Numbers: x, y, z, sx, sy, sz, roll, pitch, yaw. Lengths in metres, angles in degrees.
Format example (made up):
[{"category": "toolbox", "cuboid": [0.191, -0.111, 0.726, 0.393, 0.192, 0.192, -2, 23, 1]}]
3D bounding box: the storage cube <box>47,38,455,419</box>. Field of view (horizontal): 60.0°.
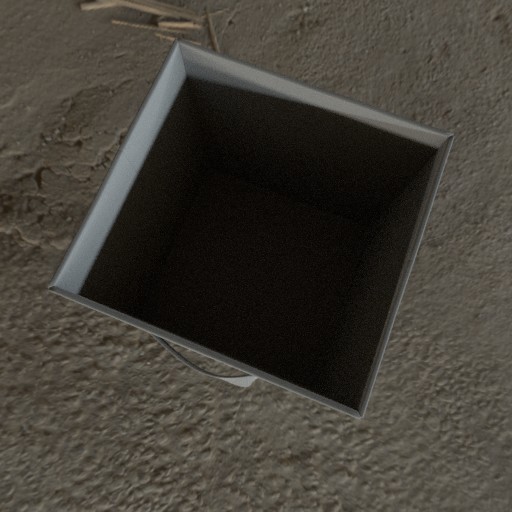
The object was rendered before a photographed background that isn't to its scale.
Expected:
[{"category": "storage cube", "cuboid": [0.000, 0.000, 0.501, 0.270, 0.280, 0.270, 21, 77, 5]}]
